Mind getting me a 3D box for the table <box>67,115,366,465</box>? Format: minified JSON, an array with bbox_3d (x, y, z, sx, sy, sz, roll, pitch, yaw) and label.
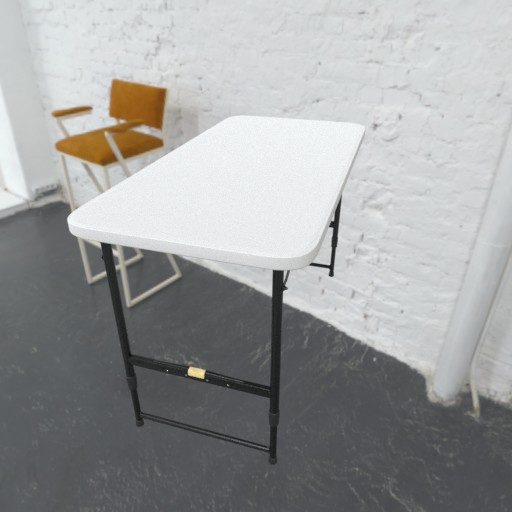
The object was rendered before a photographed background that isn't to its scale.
[{"bbox_3d":[0.000,0.000,1.638,0.610,0.737,1.219,9,31,15],"label":"table"}]
